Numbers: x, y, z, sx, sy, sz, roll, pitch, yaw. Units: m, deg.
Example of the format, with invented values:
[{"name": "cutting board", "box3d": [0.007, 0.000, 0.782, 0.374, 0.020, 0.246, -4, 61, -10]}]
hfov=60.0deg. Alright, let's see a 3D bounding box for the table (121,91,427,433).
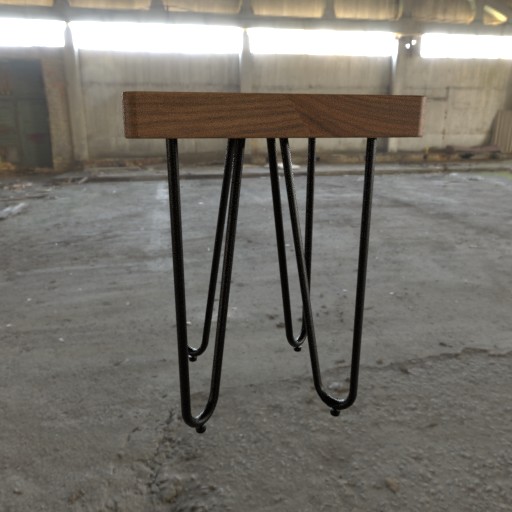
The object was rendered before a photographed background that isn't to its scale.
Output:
[{"name": "table", "box3d": [0.000, 0.000, 0.976, 0.480, 0.641, 0.479, -3, 16, -11]}]
